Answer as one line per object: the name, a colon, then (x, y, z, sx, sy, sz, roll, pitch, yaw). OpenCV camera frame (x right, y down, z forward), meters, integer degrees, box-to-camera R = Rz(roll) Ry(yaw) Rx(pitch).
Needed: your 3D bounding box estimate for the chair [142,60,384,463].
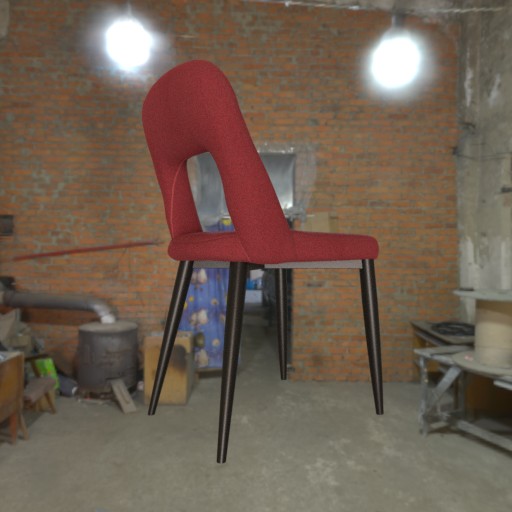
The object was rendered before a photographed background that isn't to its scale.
chair: (0.000, 0.000, 1.230, 0.569, 0.892, 0.483, 0, 0, -36)
